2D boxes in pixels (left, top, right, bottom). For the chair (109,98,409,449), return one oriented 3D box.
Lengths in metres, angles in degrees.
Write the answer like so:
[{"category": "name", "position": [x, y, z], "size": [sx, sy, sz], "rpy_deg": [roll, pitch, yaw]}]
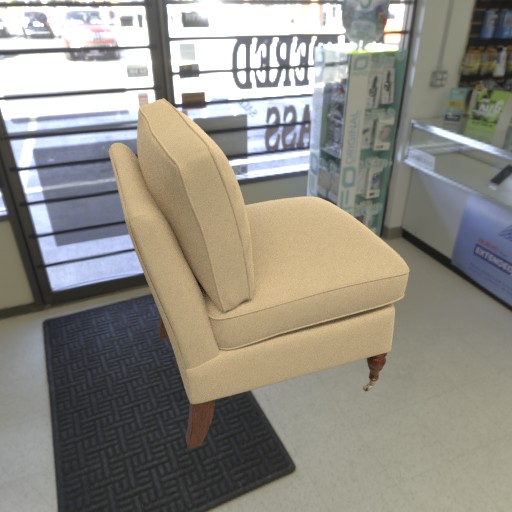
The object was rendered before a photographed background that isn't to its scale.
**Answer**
[{"category": "chair", "position": [0.000, 0.000, 1.664], "size": [0.912, 1.052, 0.724], "rpy_deg": [-10, 31, -17]}]
